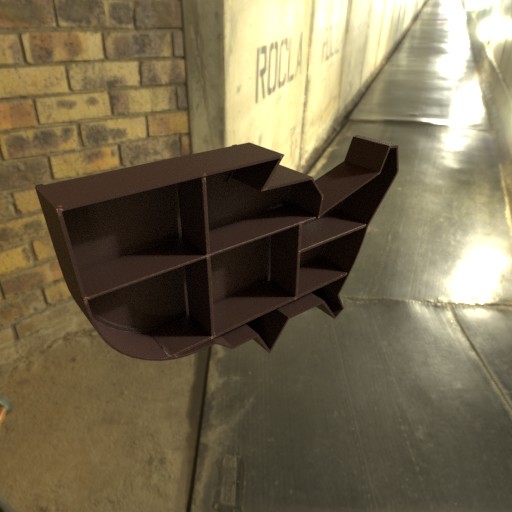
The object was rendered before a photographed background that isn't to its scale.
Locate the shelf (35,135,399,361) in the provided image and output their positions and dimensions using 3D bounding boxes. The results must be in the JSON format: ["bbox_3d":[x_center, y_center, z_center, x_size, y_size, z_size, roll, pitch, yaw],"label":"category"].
[{"bbox_3d":[0.000,0.000,0.903,0.729,0.439,0.112,-21,35,-32],"label":"shelf"}]
